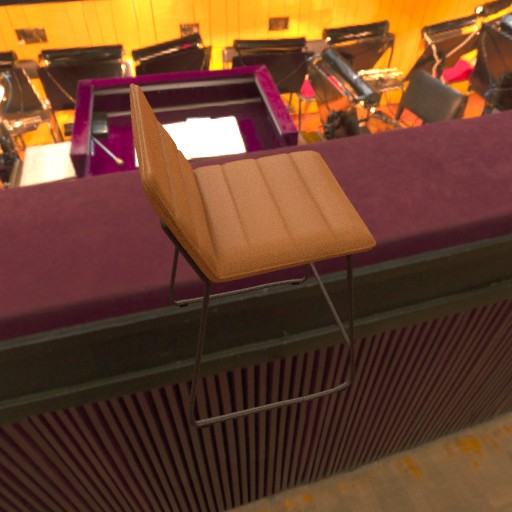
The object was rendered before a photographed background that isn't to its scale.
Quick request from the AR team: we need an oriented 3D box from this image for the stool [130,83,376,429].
[{"bbox_3d":[0.000,0.000,1.206,0.524,0.866,0.489,-10,47,-10],"label":"stool"}]
